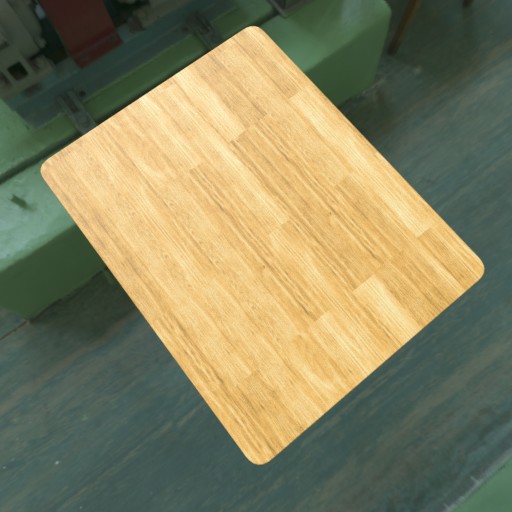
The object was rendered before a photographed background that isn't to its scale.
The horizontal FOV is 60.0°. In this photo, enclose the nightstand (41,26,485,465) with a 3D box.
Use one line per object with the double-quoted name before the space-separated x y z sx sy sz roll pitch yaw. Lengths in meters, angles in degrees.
"nightstand" 0.000 0.000 0.902 0.440 0.470 0.560 -38 78 -9
